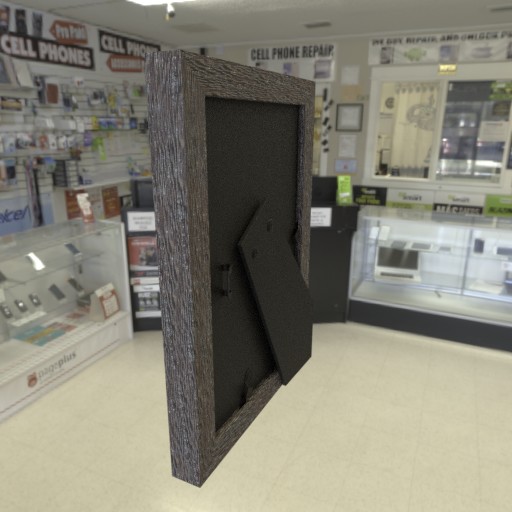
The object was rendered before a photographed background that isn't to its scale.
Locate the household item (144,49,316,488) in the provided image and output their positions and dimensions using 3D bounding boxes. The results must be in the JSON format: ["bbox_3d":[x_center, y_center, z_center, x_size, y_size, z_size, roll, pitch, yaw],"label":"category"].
[{"bbox_3d":[0.000,0.000,0.232,0.020,0.180,0.133,8,19,26],"label":"household item"}]
